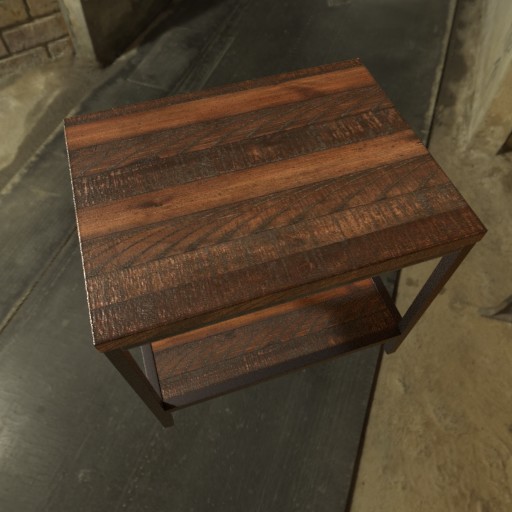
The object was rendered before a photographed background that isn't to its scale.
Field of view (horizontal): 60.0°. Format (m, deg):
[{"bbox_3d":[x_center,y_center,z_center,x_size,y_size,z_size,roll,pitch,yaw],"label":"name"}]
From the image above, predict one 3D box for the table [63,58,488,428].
[{"bbox_3d":[0.000,0.000,1.104,0.678,0.612,0.524,-15,59,-10],"label":"table"}]
